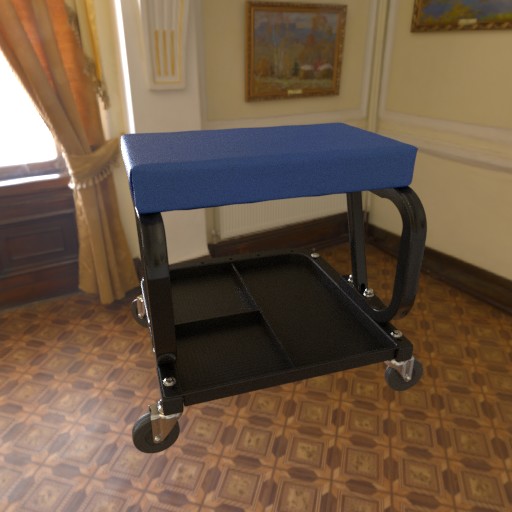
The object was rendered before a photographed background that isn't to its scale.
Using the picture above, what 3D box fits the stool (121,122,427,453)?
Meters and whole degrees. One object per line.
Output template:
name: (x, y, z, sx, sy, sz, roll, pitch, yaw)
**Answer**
stool: (0.000, 0.000, 0.716, 0.446, 0.380, 0.371, -8, 27, -16)
